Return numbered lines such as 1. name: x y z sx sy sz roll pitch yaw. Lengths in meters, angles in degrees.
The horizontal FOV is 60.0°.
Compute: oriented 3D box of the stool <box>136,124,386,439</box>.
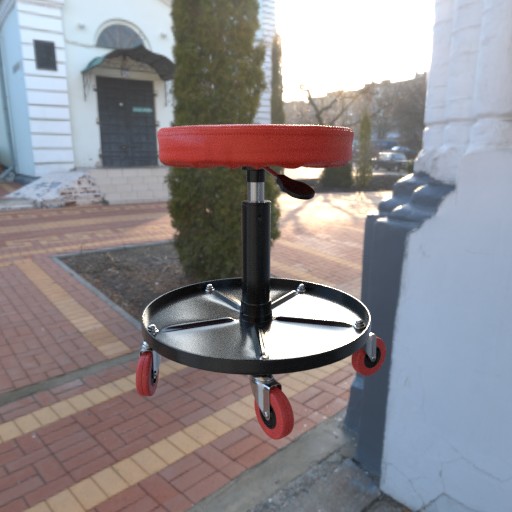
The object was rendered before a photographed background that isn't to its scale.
1. stool: 0.000 0.000 0.660 0.381 0.365 0.382 -7 15 -26
